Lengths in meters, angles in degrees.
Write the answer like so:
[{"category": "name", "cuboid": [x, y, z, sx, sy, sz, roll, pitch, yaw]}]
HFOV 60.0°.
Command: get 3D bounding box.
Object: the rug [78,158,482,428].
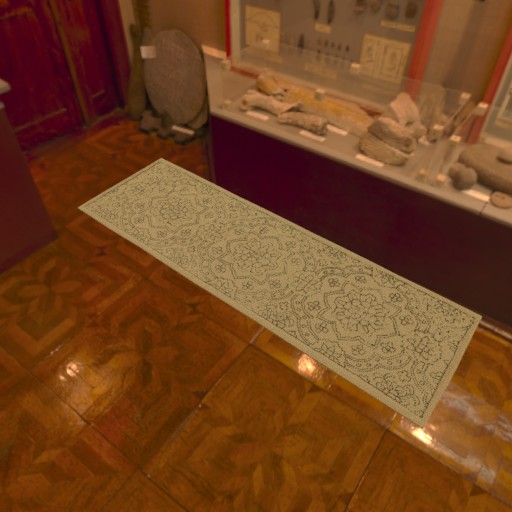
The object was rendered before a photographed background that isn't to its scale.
[{"category": "rug", "cuboid": [0.000, 0.000, 2.656, 2.448, 0.012, 0.769, 29, 52, 26]}]
